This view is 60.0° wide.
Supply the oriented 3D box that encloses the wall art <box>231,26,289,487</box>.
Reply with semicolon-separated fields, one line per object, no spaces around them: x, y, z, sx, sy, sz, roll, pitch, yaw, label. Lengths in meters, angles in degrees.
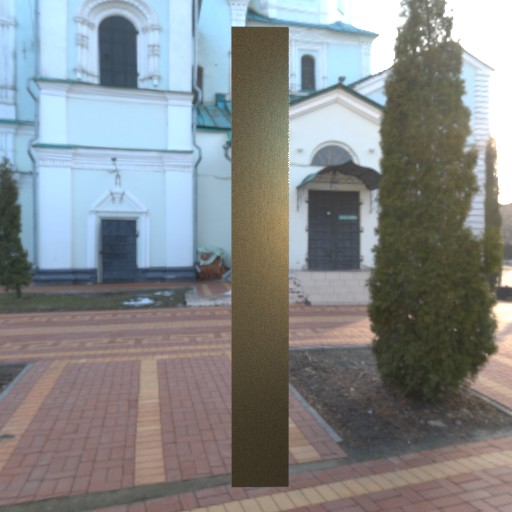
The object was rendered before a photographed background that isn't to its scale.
0.000;0.000;0.445;0.038;0.304;0.304;0;0;-1;wall art
